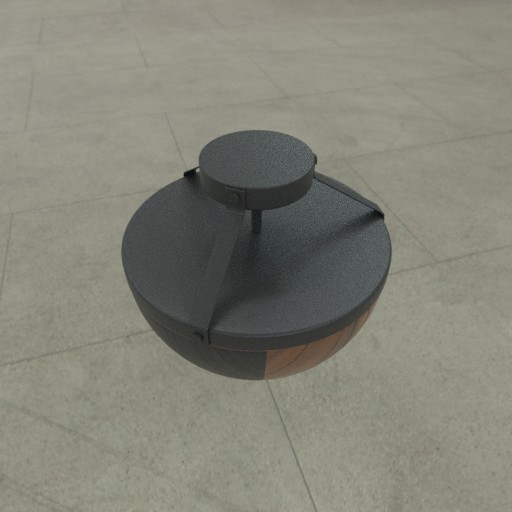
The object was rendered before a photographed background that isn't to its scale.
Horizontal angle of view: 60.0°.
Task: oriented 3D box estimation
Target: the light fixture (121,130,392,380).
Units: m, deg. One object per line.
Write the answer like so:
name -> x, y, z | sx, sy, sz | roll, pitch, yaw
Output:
light fixture -> 0.000, 0.000, 0.533 | 0.304, 0.269, 0.304 | 0, 42, 0
